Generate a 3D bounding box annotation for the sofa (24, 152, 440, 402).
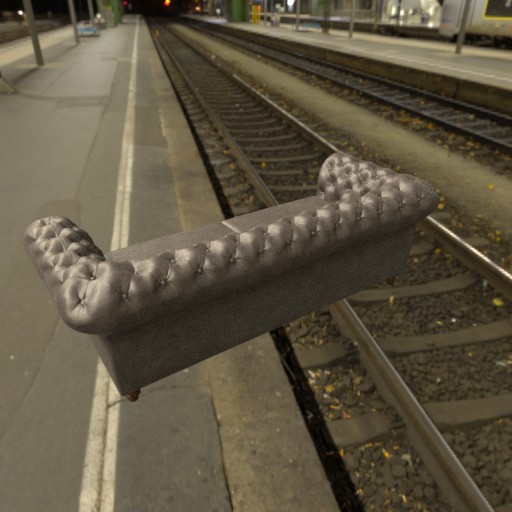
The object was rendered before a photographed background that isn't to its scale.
[{"bbox_3d":[0.000,0.000,2.734,2.385,0.783,0.944,-18,34,-29],"label":"sofa"}]
